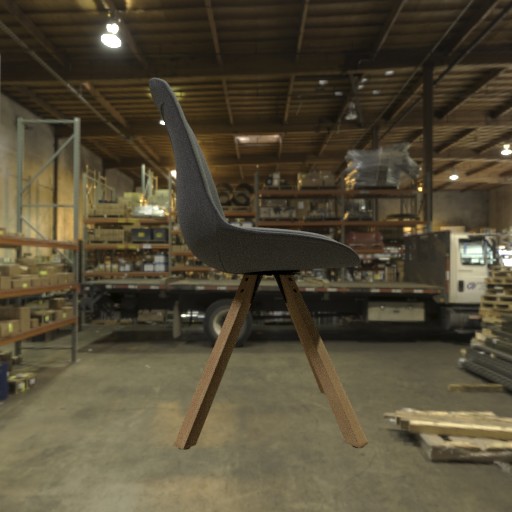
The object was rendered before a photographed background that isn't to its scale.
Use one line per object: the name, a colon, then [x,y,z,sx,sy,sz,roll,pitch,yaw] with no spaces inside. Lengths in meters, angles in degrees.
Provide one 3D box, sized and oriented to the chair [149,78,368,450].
chair: [0.000,0.000,1.197,0.549,0.863,0.474,0,-1,0]
